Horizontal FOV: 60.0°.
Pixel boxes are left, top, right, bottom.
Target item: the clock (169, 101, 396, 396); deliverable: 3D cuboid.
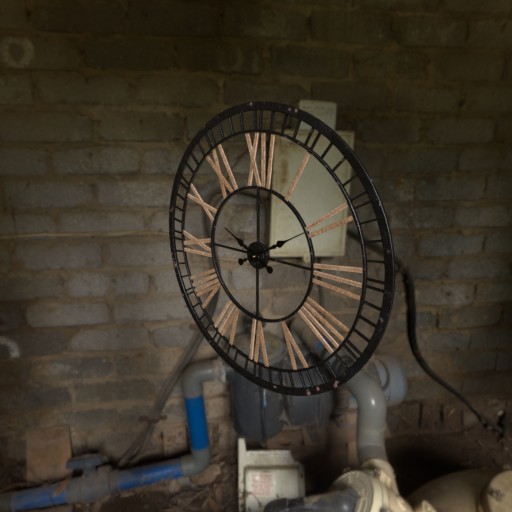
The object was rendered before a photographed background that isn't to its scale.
[{"bbox_3d":[0.000,0.000,1.276,0.843,0.843,0.025,14,21,41],"label":"clock"}]
